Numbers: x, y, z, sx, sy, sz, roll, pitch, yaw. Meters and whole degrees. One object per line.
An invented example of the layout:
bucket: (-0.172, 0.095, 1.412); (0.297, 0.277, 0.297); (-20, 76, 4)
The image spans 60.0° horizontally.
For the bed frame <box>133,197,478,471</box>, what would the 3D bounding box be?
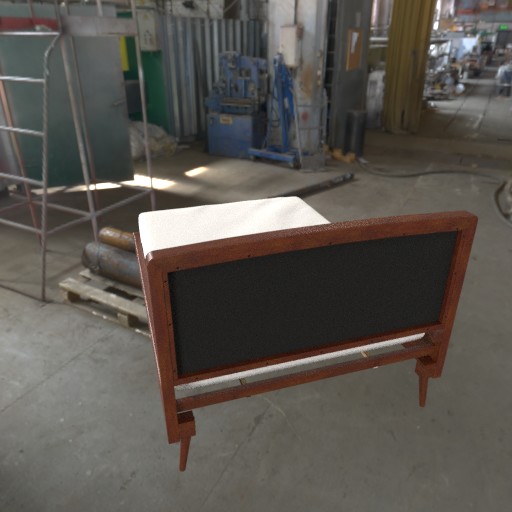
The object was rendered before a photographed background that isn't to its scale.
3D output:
bed frame: (0.000, 0.000, 3.131); (1.587, 1.279, 2.171); (-8, 27, -16)
